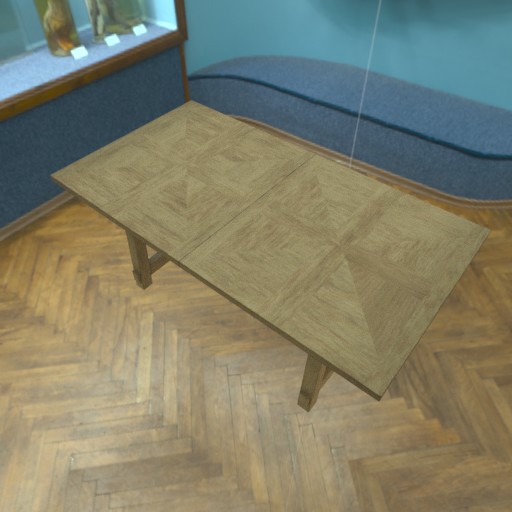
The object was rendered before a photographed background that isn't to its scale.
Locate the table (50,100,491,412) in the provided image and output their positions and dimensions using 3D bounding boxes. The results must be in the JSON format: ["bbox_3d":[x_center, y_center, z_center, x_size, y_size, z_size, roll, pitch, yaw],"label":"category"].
[{"bbox_3d":[0.000,0.000,2.394,1.881,0.768,1.016,31,54,26],"label":"table"}]
